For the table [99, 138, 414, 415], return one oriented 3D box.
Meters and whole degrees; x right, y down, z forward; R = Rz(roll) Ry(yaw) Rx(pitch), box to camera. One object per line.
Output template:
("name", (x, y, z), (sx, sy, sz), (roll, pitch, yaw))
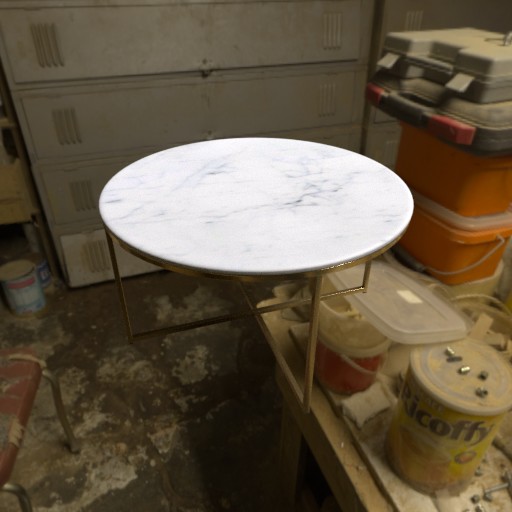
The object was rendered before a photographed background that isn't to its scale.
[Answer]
("table", (0.000, 0.000, 1.293), (0.800, 0.450, 0.800), (0, 33, 0))
